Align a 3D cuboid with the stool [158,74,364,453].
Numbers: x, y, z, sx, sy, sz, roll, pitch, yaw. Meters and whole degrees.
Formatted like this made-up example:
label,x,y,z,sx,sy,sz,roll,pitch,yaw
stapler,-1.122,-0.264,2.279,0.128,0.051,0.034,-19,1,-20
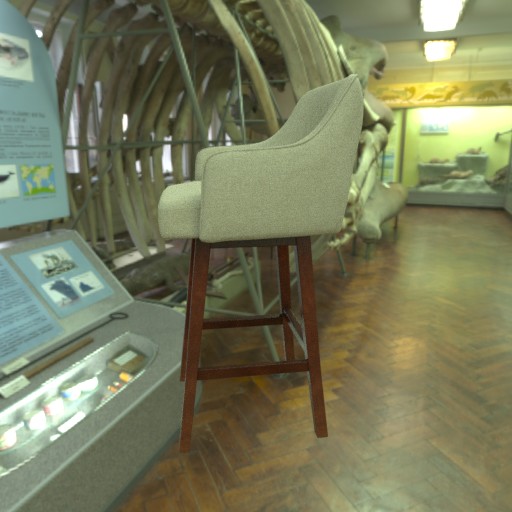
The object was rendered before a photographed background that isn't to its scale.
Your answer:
label,x,y,z,sx,sy,sz,roll,pitch,yaw
stool,0.000,0.000,1.379,0.560,1.041,0.550,-2,15,-9
